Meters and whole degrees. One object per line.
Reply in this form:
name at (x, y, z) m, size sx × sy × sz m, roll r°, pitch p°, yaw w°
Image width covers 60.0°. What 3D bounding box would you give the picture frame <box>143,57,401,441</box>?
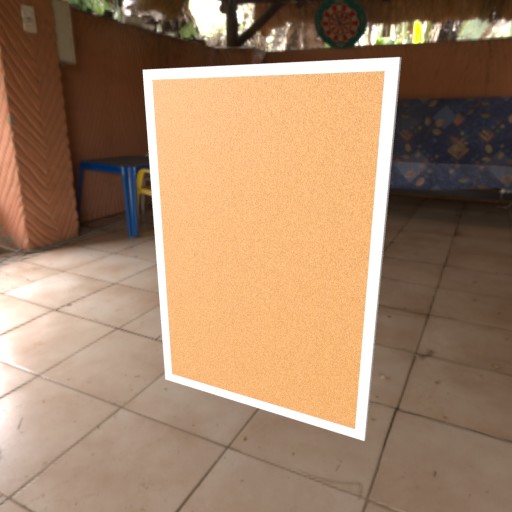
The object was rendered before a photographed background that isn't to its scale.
picture frame at (0.000, 0.000, 0.826) m, size 0.457 × 0.657 × 0.013 m, roll 9°, pitch 20°, yaw 25°
